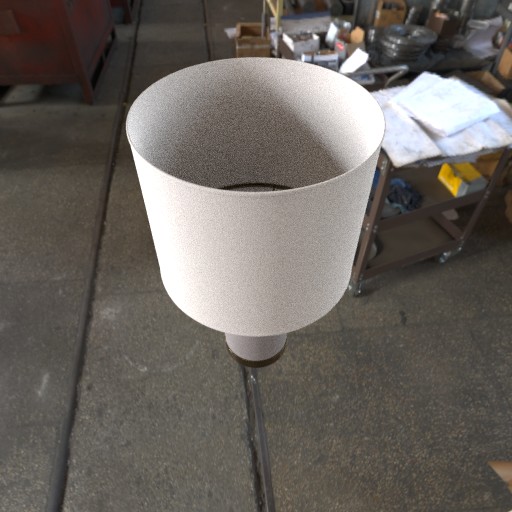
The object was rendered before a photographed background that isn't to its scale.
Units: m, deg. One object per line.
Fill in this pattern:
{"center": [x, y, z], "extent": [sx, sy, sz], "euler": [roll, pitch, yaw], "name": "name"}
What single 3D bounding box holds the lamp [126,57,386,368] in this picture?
{"center": [0.000, 0.000, 0.537], "extent": [0.229, 0.380, 0.229], "euler": [0, 47, 0], "name": "lamp"}
